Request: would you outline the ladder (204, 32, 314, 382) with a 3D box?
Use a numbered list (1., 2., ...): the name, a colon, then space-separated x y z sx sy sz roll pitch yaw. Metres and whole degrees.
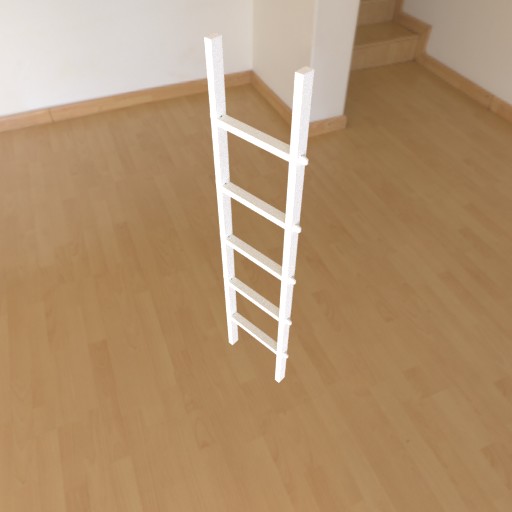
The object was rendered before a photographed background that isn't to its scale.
1. ladder: 0.000 0.000 1.992 0.452 1.797 0.051 33 55 27
